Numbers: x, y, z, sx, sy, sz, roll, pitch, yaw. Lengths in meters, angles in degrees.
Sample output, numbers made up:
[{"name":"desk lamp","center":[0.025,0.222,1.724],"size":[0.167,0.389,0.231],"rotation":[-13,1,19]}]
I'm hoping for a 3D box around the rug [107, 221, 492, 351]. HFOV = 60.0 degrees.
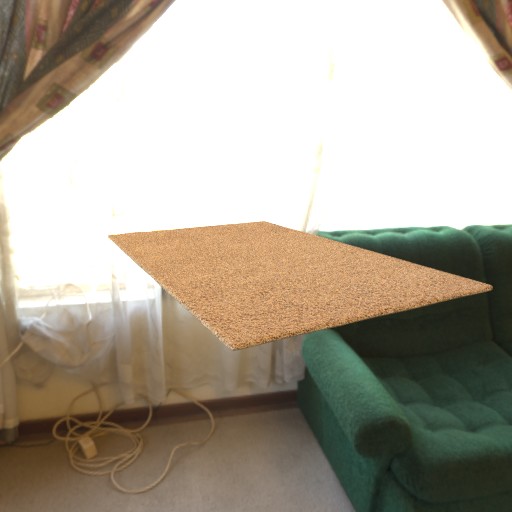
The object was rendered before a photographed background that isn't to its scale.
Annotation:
[{"name":"rug","center":[0.000,0.000,3.015],"size":[1.524,0.030,2.438],"rotation":[-7,16,-28]}]
